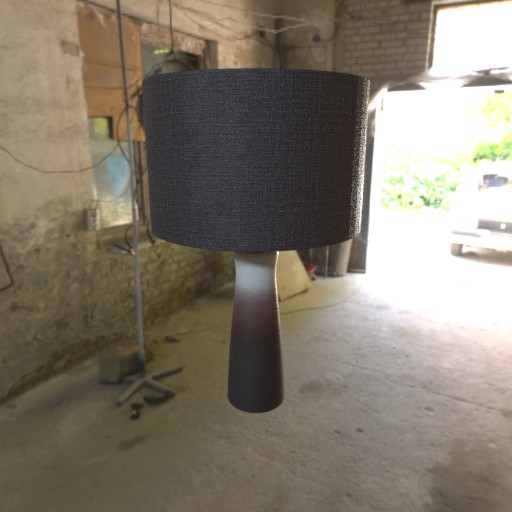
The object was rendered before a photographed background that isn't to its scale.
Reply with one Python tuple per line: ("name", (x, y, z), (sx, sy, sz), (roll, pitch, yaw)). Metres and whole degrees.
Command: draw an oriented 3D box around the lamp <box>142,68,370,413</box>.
("lamp", (0.000, 0.000, 0.671), (0.303, 0.488, 0.303), (0, 15, 0))
